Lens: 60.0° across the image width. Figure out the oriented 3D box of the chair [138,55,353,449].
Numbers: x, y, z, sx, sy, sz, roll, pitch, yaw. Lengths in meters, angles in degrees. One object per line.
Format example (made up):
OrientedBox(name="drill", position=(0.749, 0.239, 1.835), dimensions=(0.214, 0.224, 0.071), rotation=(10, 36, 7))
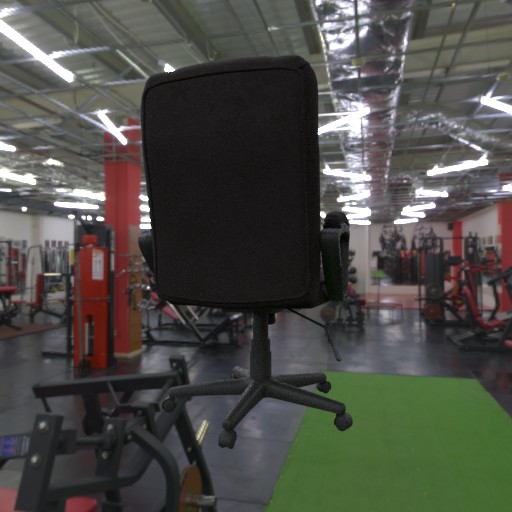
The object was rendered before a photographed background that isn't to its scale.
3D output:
OrientedBox(name="chair", position=(0.000, 0.000, 1.550), dimensions=(0.667, 1.105, 0.724), rotation=(0, -1, 17))
